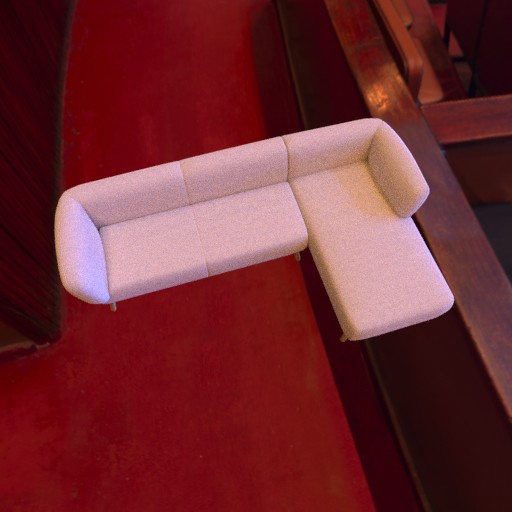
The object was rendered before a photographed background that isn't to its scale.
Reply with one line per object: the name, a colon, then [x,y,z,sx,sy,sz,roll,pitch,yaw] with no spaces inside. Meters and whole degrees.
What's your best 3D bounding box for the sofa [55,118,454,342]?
sofa: [0.000,0.000,3.321,2.660,0.730,1.610,-15,64,-8]
